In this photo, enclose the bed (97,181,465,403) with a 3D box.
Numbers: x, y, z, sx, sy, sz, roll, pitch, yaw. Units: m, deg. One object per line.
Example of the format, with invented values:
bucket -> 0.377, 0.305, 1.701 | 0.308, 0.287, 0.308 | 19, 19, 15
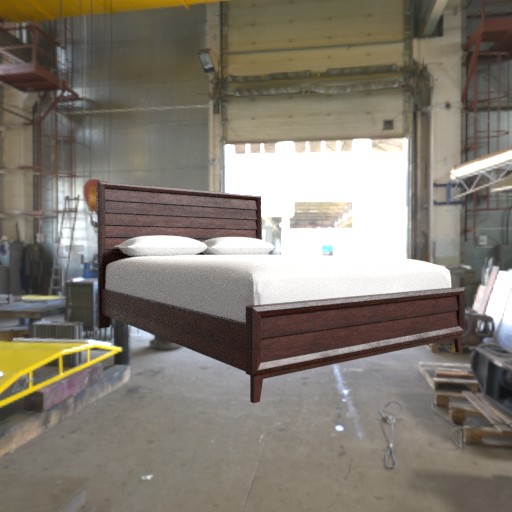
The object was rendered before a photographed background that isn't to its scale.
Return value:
bed -> 0.000, 0.000, 4.015 | 2.040, 1.492, 2.803 | -1, 1, -35
